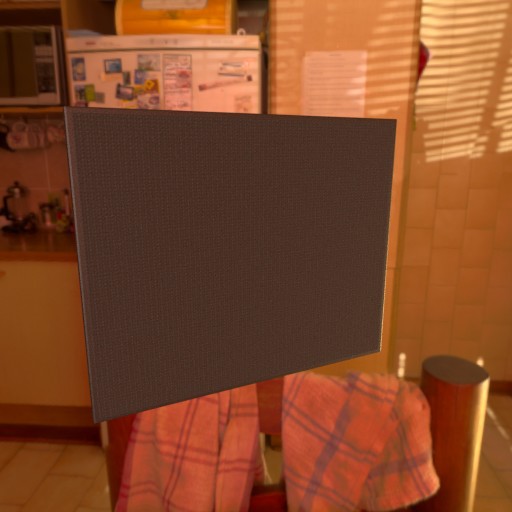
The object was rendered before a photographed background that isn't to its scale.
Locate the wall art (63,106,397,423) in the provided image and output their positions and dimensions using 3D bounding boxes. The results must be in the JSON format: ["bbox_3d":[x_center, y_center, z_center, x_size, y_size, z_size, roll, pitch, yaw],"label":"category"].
[{"bbox_3d":[0.000,0.000,0.750,0.559,0.458,0.029,-7,15,-26],"label":"wall art"}]
